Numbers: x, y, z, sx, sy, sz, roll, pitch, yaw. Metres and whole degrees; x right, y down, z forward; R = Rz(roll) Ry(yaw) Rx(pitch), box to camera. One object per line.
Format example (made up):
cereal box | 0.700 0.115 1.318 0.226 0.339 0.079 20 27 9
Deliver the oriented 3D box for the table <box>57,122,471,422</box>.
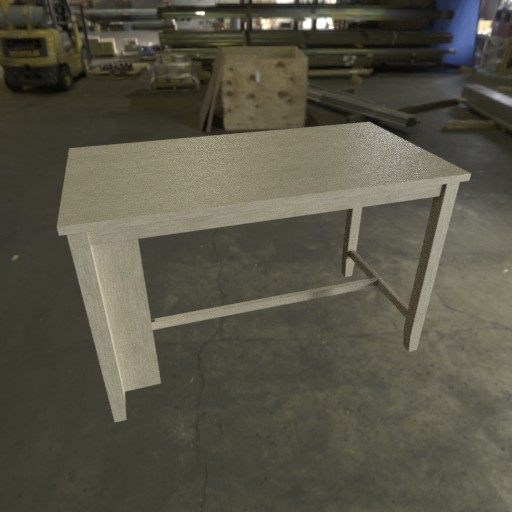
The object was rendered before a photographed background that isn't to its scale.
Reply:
table | 0.000 0.000 1.946 1.397 0.874 0.729 -9 33 -15
